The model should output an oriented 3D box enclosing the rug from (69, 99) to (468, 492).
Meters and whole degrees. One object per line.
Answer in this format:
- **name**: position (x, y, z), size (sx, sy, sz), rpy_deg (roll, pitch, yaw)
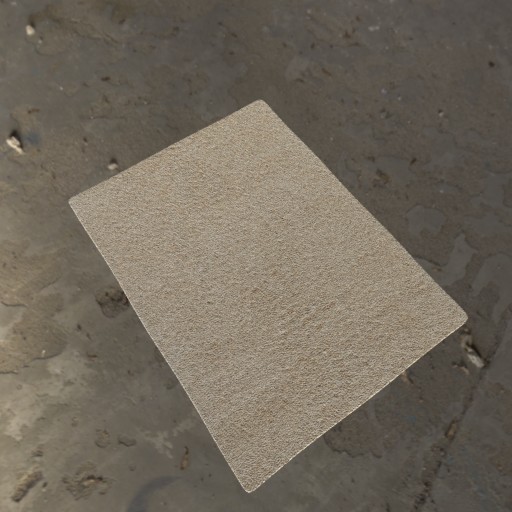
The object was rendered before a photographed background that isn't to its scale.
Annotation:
- **rug**: position (0.000, 0.000, 2.103), size (1.200, 0.027, 1.600), rpy_deg (-32, 68, -15)
